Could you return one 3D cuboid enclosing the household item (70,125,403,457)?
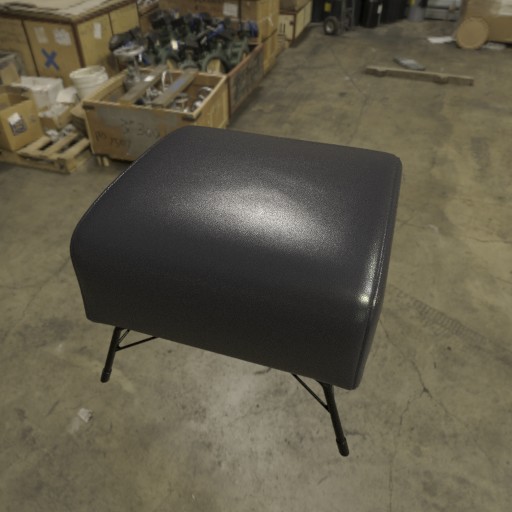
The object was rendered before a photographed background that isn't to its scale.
[{"bbox_3d":[0.000,0.000,0.939,0.530,0.410,0.530,12,41,14],"label":"household item"}]
